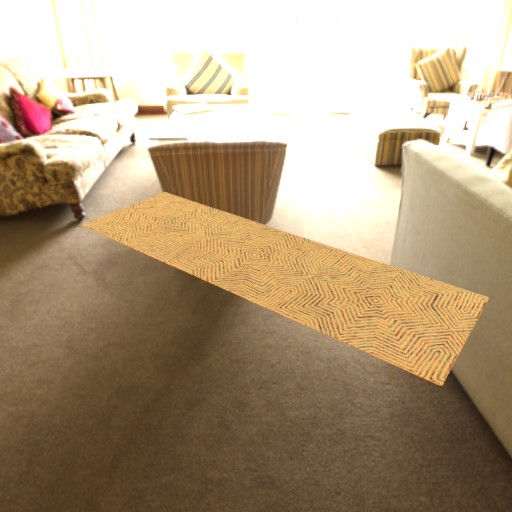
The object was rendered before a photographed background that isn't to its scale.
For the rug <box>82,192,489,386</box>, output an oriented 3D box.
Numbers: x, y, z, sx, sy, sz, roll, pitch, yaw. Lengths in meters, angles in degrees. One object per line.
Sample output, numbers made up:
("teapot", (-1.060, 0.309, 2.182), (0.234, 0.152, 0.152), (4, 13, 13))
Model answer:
("rug", (0.000, 0.000, 2.666), (2.443, 0.009, 0.771), (21, 35, 32))
